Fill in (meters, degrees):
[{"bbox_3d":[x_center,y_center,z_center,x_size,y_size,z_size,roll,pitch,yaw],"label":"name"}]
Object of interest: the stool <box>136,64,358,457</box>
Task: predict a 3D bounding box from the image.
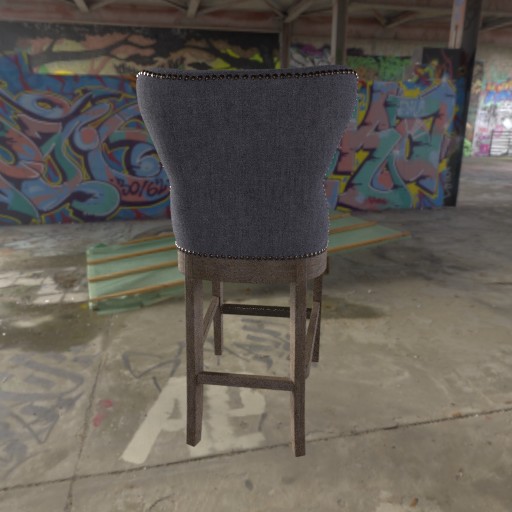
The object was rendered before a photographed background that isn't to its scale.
[{"bbox_3d":[0.000,0.000,1.300,0.498,0.981,0.608,2,17,8],"label":"stool"}]
